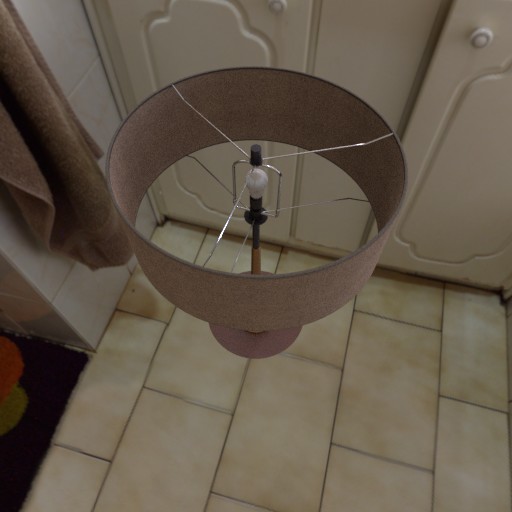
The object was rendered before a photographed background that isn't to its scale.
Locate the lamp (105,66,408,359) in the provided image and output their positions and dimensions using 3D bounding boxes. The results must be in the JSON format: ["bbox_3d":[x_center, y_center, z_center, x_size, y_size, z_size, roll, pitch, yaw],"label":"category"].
[{"bbox_3d":[0.000,0.000,0.840,0.417,0.551,0.396,15,59,9],"label":"lamp"}]
